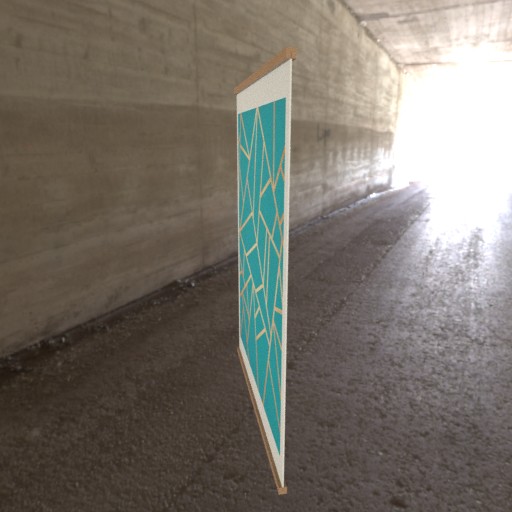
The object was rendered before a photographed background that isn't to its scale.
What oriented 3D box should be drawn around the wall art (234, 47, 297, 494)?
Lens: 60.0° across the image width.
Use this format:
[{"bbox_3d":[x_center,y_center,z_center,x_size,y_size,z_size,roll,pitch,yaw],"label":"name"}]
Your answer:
[{"bbox_3d":[0.000,0.000,0.795,0.012,0.608,0.459,-3,15,-10],"label":"wall art"}]
